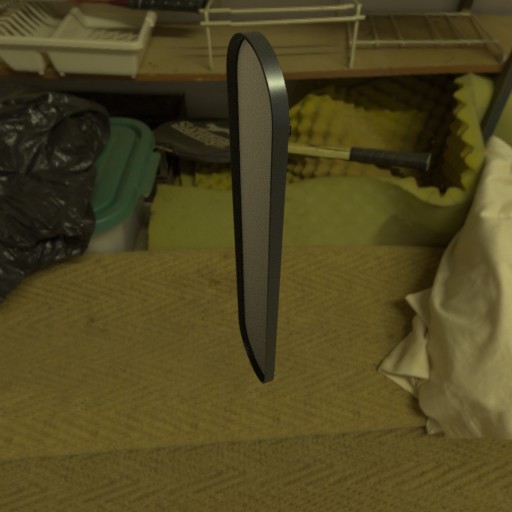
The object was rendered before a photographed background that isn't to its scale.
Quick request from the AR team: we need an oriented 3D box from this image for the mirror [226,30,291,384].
[{"bbox_3d":[0.000,0.000,1.047,0.032,0.991,0.222,-16,48,-15],"label":"mirror"}]
